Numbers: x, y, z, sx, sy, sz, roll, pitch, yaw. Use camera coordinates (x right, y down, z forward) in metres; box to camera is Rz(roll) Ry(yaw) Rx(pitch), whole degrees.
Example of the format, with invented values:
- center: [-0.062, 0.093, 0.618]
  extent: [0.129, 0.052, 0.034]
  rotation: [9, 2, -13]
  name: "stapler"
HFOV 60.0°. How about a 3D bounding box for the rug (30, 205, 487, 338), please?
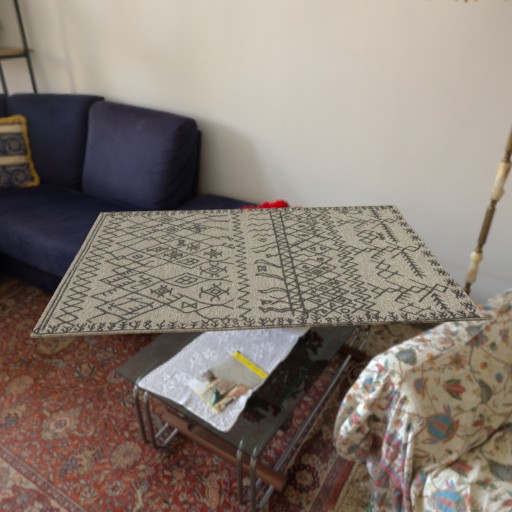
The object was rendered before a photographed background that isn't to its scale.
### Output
- center: [0.000, 0.000, 4.721]
  extent: [3.824, 0.019, 2.393]
  rotation: [-2, 31, -3]
  name: "rug"
